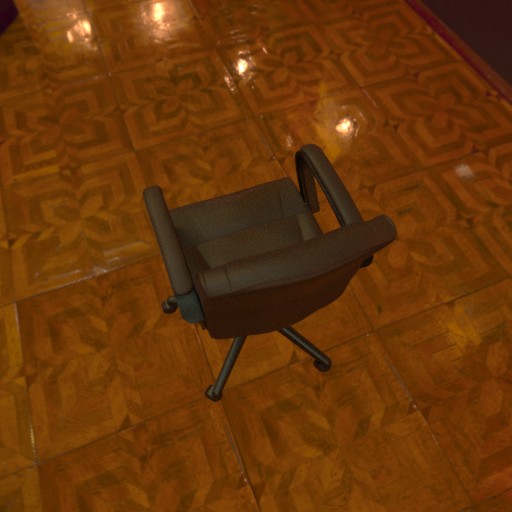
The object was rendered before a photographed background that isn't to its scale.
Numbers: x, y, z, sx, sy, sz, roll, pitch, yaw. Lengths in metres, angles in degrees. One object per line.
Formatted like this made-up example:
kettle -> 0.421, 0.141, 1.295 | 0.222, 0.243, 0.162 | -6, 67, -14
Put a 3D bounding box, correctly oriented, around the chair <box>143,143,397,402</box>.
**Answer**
chair -> 0.000, 0.000, 1.471 | 0.739, 1.004, 0.717 | -17, 61, -10
